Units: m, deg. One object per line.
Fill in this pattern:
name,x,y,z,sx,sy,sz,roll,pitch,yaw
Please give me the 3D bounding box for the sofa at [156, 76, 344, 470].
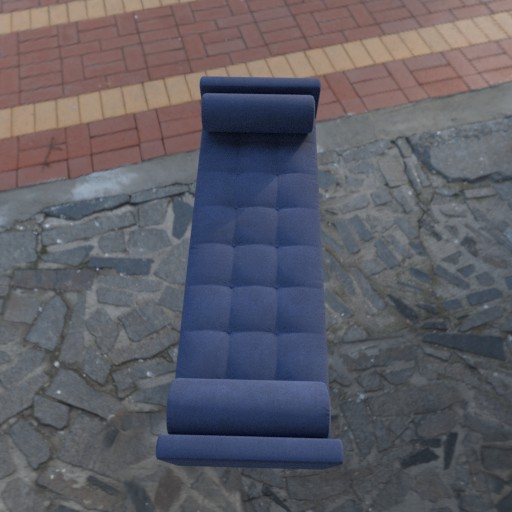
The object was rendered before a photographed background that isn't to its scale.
sofa,0.000,0.000,2.309,0.686,0.635,1.981,1,62,1
